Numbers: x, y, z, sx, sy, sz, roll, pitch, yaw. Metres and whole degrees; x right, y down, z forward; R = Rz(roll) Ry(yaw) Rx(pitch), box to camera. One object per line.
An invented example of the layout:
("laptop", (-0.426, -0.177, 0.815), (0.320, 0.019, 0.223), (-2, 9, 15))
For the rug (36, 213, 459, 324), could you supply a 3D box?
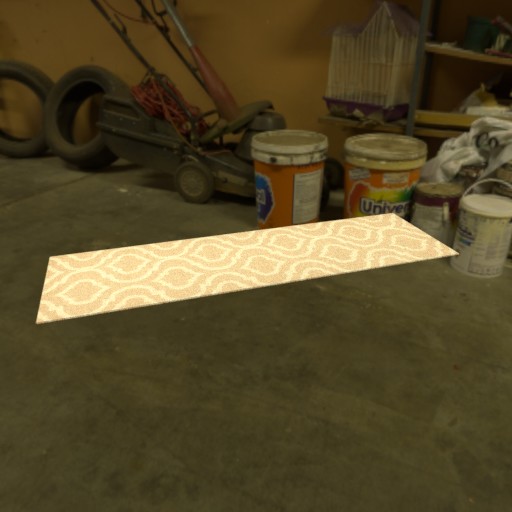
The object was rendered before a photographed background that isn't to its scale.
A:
("rug", (0.000, 0.000, 2.585), (2.289, 0.013, 0.691), (-8, 28, -16))
